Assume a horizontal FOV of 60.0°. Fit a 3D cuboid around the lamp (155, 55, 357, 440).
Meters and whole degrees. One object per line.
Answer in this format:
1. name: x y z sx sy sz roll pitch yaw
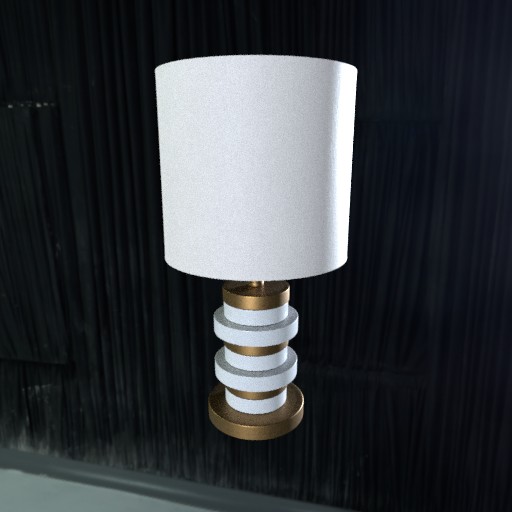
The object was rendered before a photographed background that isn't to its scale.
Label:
1. lamp: 0.000 0.000 0.521 0.210 0.410 0.210 2 15 9
